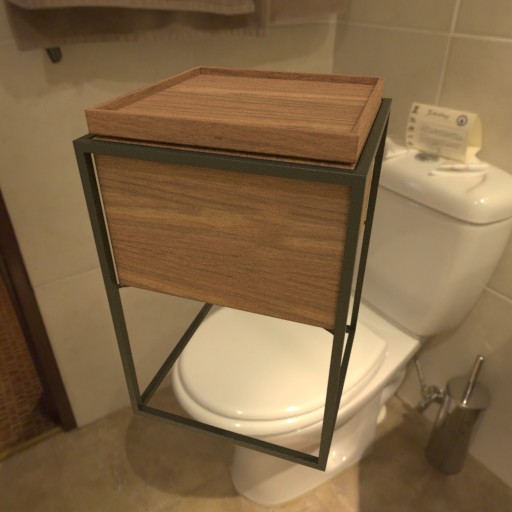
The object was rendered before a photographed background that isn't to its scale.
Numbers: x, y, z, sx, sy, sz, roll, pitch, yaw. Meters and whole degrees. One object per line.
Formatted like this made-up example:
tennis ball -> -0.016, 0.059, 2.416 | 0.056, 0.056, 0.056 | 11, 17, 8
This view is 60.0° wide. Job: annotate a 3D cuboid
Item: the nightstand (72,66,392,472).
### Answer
nightstand -> 0.000, 0.000, 0.851 | 0.397, 0.607, 0.397 | 10, 34, 16
